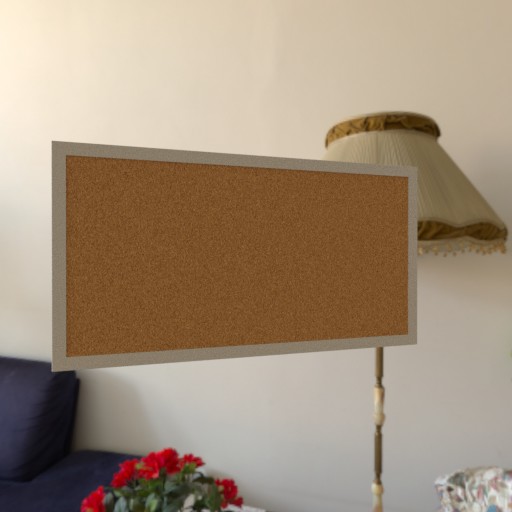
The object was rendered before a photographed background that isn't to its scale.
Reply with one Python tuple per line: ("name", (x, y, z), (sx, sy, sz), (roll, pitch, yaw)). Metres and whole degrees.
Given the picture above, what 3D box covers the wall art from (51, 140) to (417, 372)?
("wall art", (0.000, 0.000, 0.969), (0.812, 0.431, 0.038), (0, 0, -18))
